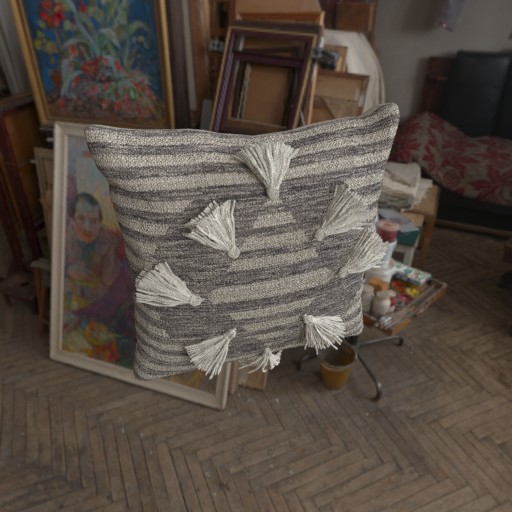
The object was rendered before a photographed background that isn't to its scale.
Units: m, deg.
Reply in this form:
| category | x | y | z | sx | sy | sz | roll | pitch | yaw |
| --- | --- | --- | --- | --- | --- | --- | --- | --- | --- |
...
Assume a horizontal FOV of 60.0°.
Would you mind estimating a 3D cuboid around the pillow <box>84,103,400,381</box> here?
| category | x | y | z | sx | sy | sz | roll | pitch | yaw |
| --- | --- | --- | --- | --- | --- | --- | --- | --- | --- |
| pillow | 0.000 | 0.000 | 0.775 | 0.484 | 0.490 | 0.234 | -9 | 34 | -14 |
